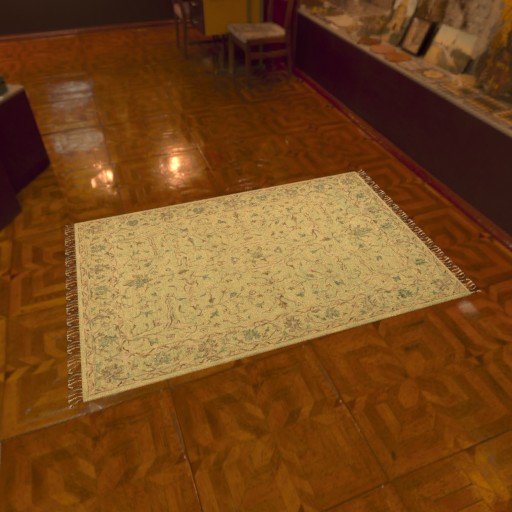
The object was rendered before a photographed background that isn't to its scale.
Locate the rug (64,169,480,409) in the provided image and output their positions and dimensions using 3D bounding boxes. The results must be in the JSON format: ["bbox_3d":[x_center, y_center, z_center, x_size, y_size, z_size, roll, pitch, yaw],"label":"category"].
[{"bbox_3d":[0.000,0.000,2.982,2.435,0.010,1.544,-13,43,-14],"label":"rug"}]
